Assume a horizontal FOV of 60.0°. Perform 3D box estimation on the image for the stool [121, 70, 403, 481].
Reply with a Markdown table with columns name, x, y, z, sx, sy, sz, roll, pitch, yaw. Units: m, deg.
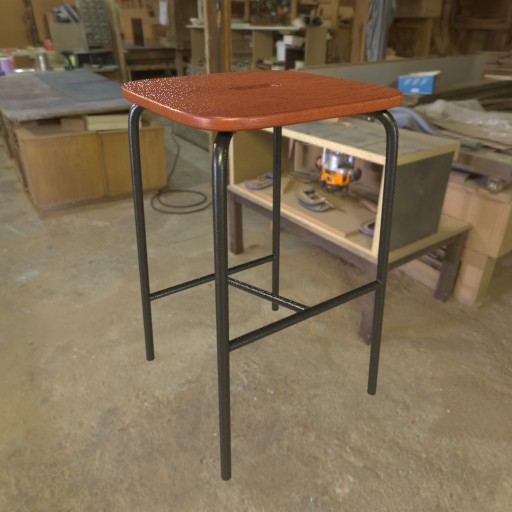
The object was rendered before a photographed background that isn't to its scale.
| name | x | y | z | sx | sy | sz | roll | pitch | yaw |
| --- | --- | --- | --- | --- | --- | --- | --- | --- | --- |
| stool | 0.000 | 0.000 | 0.846 | 0.376 | 0.610 | 0.376 | -18 | 34 | -28 |
